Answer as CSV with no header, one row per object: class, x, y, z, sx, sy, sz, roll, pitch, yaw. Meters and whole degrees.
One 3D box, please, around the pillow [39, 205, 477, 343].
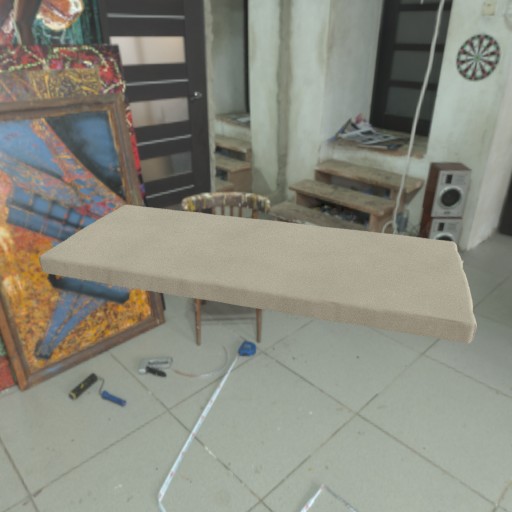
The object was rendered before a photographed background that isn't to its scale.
pillow,0.000,0.000,1.317,1.187,0.081,0.492,8,27,15
